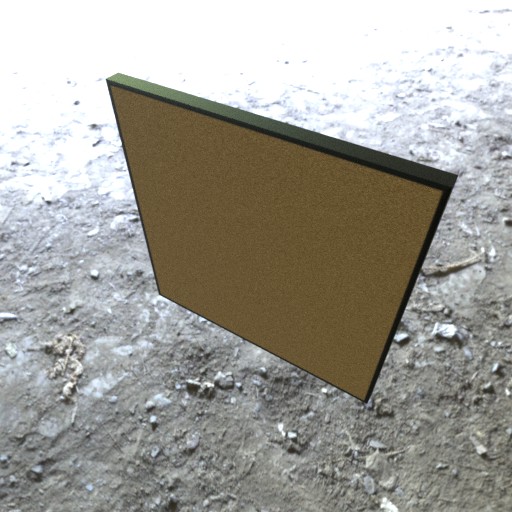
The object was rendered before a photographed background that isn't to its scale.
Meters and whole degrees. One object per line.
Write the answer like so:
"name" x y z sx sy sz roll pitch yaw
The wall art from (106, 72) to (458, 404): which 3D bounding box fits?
"wall art" 0.000 0.000 0.762 0.513 0.511 0.028 24 50 21
